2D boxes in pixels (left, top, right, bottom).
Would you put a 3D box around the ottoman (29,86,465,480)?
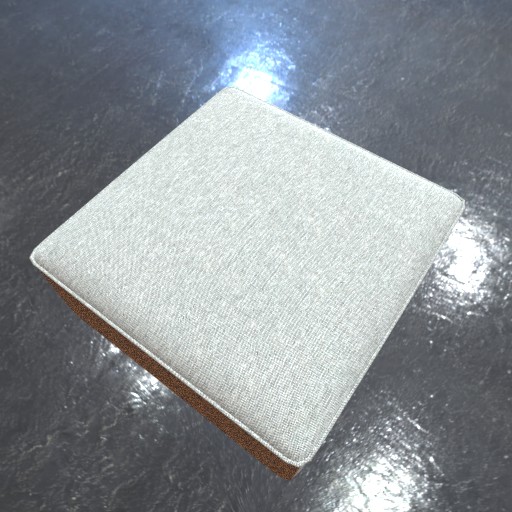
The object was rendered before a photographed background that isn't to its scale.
[{"bbox_3d":[0.000,0.000,1.536,1.005,0.455,1.005,32,64,18],"label":"ottoman"}]
